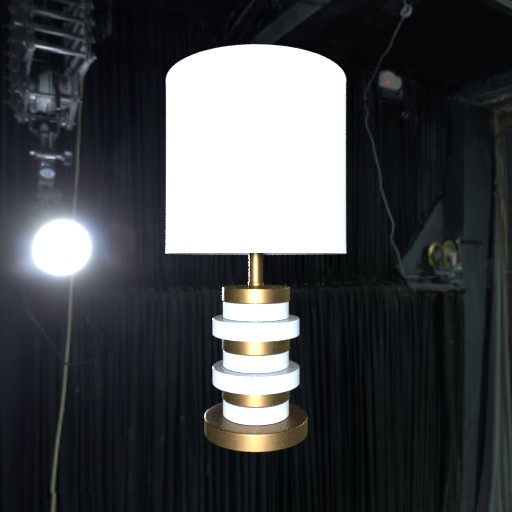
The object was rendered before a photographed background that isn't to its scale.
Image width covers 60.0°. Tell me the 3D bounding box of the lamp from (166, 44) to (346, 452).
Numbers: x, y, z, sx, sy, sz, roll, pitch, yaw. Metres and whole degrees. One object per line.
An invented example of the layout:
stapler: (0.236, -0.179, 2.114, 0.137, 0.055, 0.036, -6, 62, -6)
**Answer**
lamp: (0.000, 0.000, 0.525, 0.210, 0.410, 0.210, 0, 0, -36)
